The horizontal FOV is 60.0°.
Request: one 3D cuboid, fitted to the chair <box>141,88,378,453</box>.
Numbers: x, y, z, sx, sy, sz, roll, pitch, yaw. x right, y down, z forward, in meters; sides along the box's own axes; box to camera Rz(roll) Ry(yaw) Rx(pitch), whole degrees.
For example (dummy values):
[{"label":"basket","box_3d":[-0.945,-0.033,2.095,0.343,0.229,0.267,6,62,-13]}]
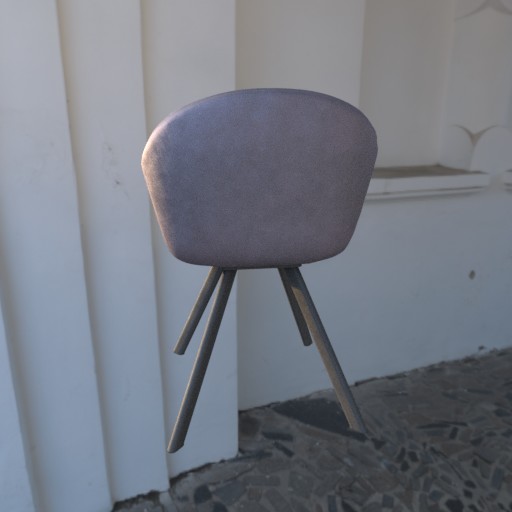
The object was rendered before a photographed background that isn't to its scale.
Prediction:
[{"label":"chair","box_3d":[0.000,0.000,1.171,0.567,0.781,0.544,-2,15,-8]}]
